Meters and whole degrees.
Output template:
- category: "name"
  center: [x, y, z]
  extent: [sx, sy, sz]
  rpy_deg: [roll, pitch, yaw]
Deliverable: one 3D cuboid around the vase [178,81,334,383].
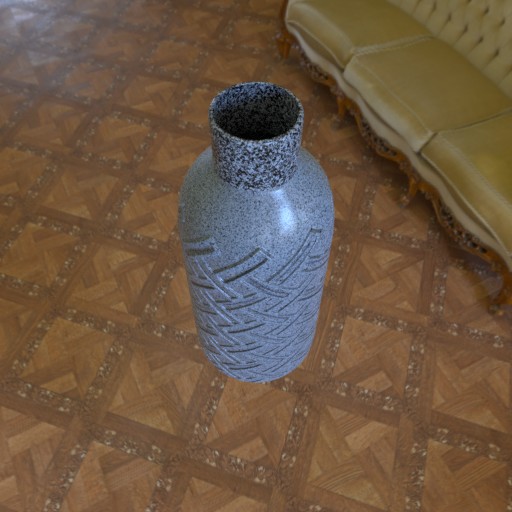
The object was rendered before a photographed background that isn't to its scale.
- category: "vase"
  center: [0.000, 0.000, 0.353]
  extent: [0.122, 0.282, 0.122]
  rpy_deg: [0, 57, 0]
